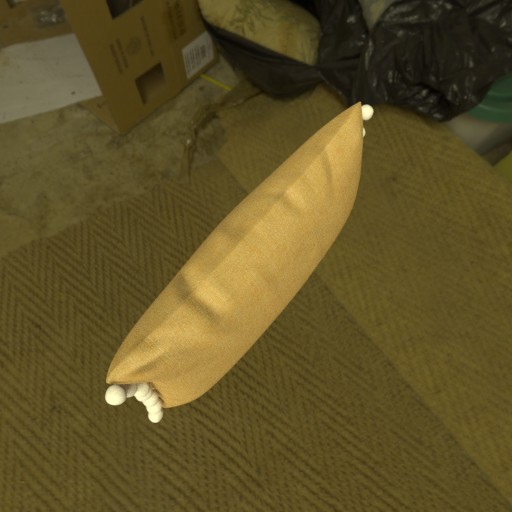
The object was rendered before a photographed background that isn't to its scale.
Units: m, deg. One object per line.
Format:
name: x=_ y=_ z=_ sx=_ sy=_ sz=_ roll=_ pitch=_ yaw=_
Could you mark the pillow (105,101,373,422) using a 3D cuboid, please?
pillow: x=0.000 y=0.000 z=0.852 sx=0.201 sy=0.322 sz=0.709 roll=34 pitch=68 yaw=16
